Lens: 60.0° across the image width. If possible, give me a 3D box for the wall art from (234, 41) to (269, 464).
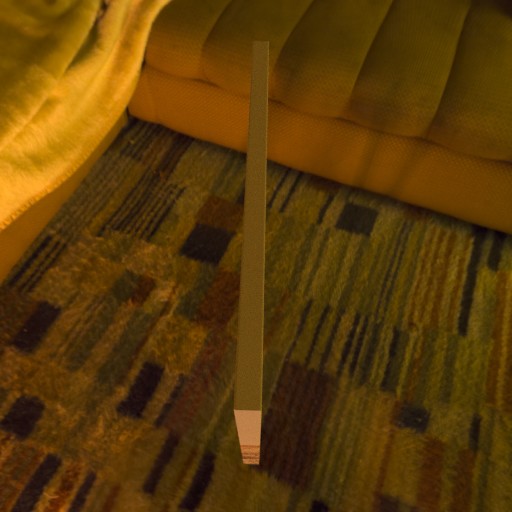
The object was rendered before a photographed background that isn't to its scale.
[{"bbox_3d":[0.000,0.000,1.435,0.051,0.761,1.138,1,58,1],"label":"wall art"}]
